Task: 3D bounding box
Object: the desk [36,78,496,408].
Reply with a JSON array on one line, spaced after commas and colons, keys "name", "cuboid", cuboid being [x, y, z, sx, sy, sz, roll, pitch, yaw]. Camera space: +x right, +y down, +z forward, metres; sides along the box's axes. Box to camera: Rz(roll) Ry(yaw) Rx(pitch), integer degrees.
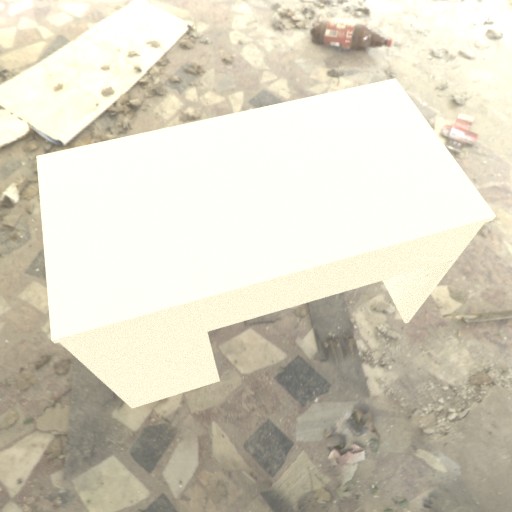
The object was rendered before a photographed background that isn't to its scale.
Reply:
[{"name": "desk", "cuboid": [0.000, 0.000, 1.488, 1.097, 0.735, 0.560, -15, 60, -9]}]
